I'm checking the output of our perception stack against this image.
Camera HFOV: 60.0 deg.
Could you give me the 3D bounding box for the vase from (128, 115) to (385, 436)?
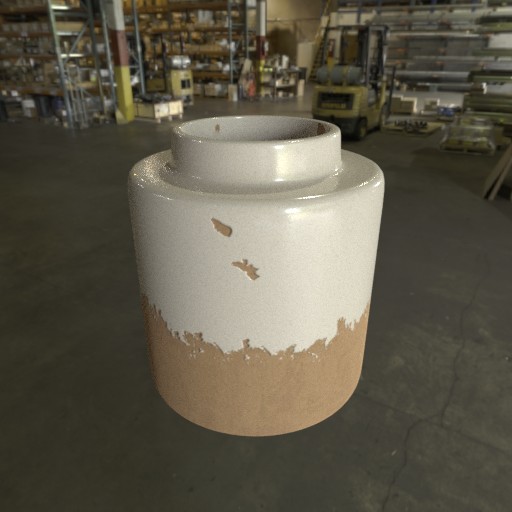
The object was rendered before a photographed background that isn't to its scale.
[{"bbox_3d":[0.000,0.000,0.294,0.153,0.167,0.153,0,25,0],"label":"vase"}]
